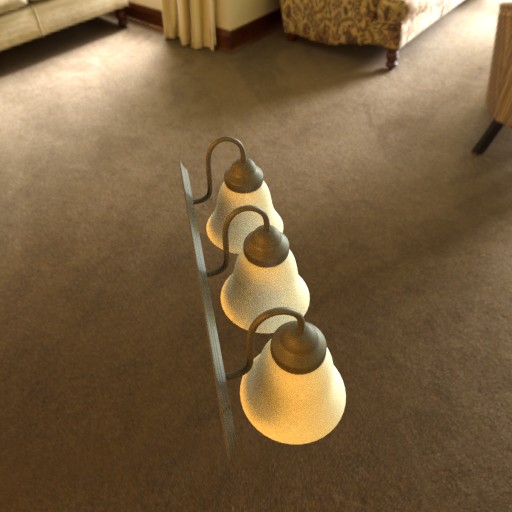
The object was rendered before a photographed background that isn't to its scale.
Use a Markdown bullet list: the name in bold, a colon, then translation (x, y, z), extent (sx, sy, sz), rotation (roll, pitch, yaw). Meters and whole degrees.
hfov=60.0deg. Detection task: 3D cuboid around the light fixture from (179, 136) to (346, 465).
- **light fixture**: translation (0.000, 0.000, 0.737), extent (0.199, 0.222, 0.610), rotation (-9, 47, -8)
